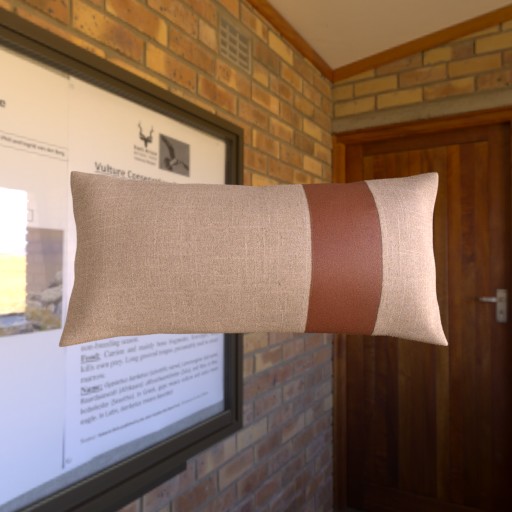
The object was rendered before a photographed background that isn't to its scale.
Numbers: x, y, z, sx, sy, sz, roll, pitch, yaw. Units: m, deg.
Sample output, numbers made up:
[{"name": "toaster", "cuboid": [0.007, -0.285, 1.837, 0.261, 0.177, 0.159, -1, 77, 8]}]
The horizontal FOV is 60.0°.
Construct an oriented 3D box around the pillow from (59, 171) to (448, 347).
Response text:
[{"name": "pillow", "cuboid": [0.000, 0.000, 0.713, 0.612, 0.282, 0.155, 0, -1, -1]}]
